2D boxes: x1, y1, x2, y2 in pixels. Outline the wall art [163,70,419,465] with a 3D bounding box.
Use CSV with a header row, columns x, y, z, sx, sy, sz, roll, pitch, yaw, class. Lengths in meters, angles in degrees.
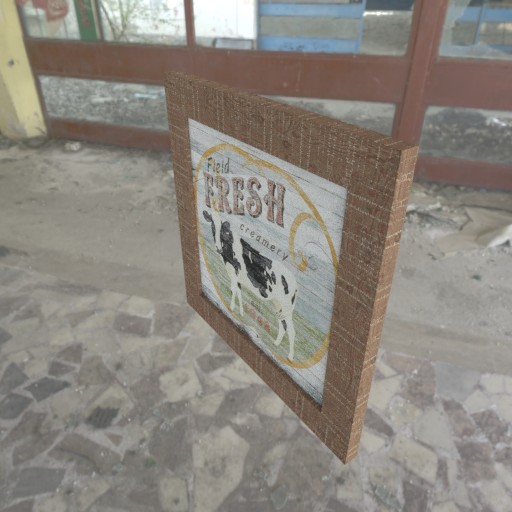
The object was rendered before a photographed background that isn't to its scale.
x,y,z,sx,sy,sz,roll,pitch,yaw,class
0.000,0.000,0.772,0.029,0.531,0.531,-22,38,-30,wall art
